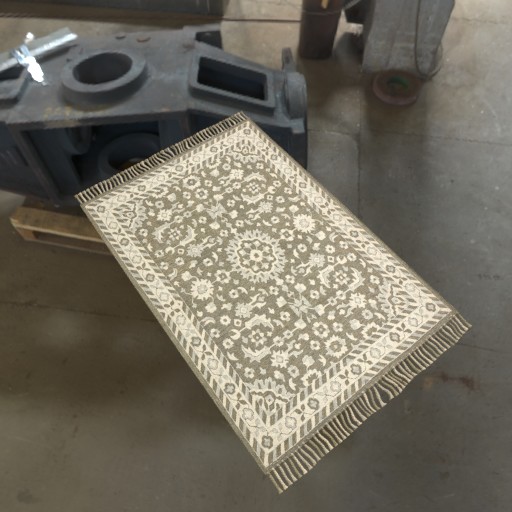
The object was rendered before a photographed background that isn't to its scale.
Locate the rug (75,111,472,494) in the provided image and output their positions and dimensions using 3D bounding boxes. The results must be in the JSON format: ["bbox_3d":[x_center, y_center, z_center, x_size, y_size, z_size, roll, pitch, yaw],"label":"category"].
[{"bbox_3d":[0.000,0.000,2.980,1.530,0.025,2.431,-33,64,-18],"label":"rug"}]
